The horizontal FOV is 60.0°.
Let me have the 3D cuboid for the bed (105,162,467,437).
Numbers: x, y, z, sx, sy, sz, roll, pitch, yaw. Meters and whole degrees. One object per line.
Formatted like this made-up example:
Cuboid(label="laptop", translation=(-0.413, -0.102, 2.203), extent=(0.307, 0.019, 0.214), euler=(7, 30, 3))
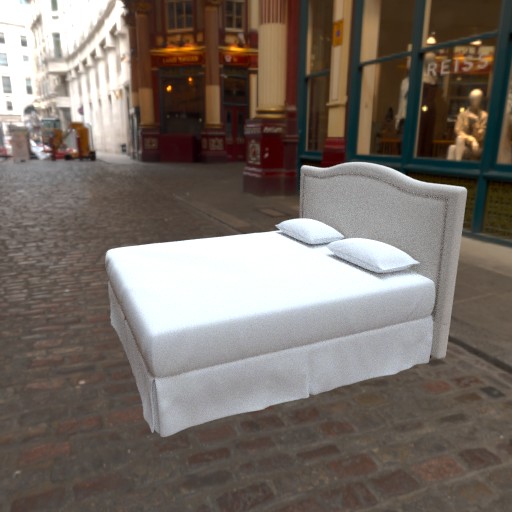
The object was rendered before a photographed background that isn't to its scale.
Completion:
Cuboid(label="bed", translation=(0.000, 0.000, 3.585), extent=(2.182, 1.421, 2.083), euler=(-7, 17, -24))
